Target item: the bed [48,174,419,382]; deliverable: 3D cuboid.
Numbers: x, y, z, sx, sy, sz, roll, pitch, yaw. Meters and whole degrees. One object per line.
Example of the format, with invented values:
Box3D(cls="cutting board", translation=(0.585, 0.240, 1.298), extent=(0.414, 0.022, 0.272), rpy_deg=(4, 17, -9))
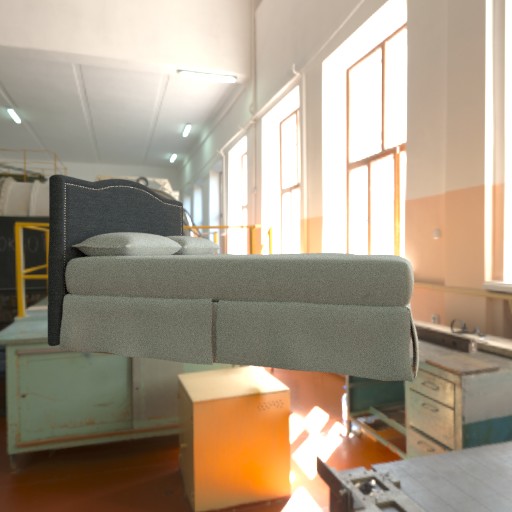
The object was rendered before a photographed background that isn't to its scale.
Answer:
Box3D(cls="bed", translation=(0.000, 0.000, 3.950), extent=(2.689, 1.457, 2.161), rpy_deg=(0, 1, 18))
